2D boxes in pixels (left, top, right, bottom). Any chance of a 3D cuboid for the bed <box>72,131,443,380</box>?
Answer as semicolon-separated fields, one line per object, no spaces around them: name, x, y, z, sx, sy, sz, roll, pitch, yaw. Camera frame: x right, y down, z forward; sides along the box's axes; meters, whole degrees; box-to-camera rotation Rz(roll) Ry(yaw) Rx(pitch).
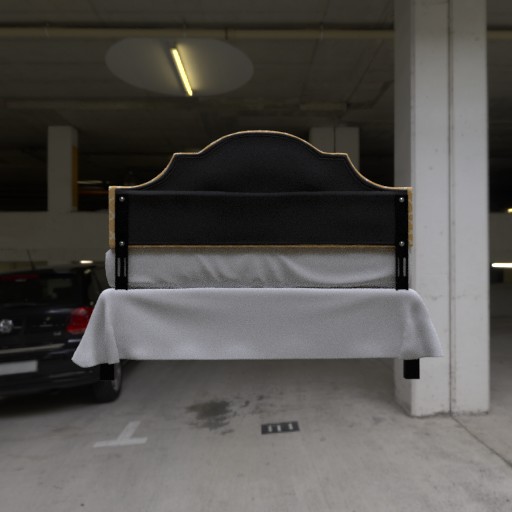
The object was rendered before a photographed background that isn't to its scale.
bed;0.000;0.000;3.813;2.314;1.601;2.222;0;0;-1
